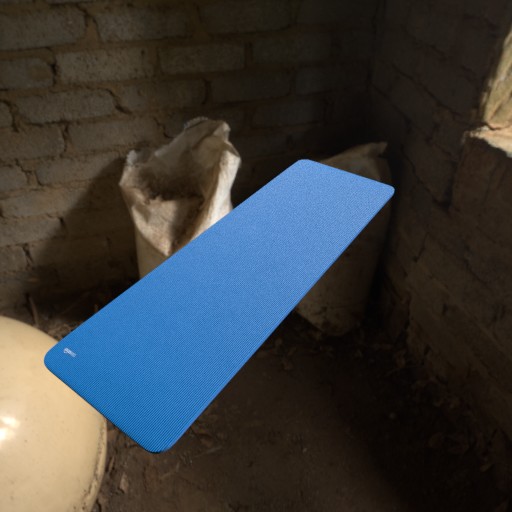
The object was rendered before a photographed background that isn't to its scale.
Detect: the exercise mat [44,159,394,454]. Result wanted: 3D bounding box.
[{"bbox_3d":[0.000,0.000,2.038,0.616,0.021,1.869,25,46,26],"label":"exercise mat"}]
